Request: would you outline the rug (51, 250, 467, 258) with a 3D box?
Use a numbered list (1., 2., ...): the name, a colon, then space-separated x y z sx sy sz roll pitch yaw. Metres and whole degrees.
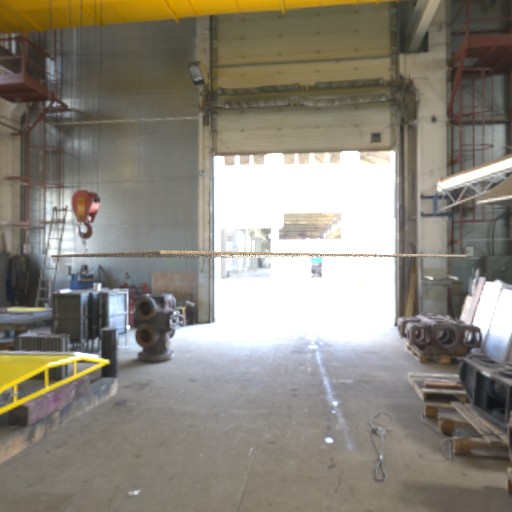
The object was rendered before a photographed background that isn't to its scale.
1. rug: 0.000 0.000 4.132 3.039 0.019 2.420 0 -1 -37
